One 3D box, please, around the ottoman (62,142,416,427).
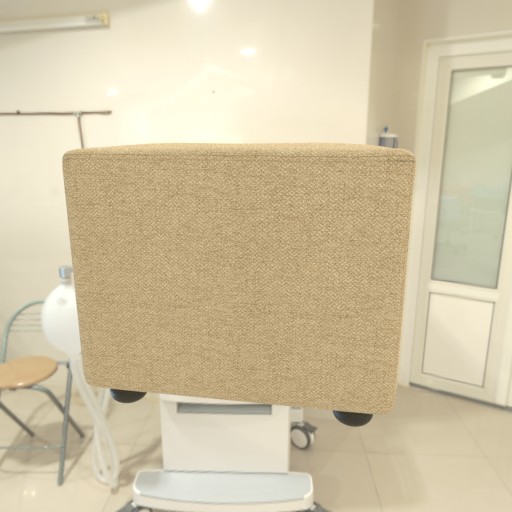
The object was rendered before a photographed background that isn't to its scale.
[{"bbox_3d":[0.000,0.000,0.875,0.508,0.432,0.508,2,14,10],"label":"ottoman"}]
